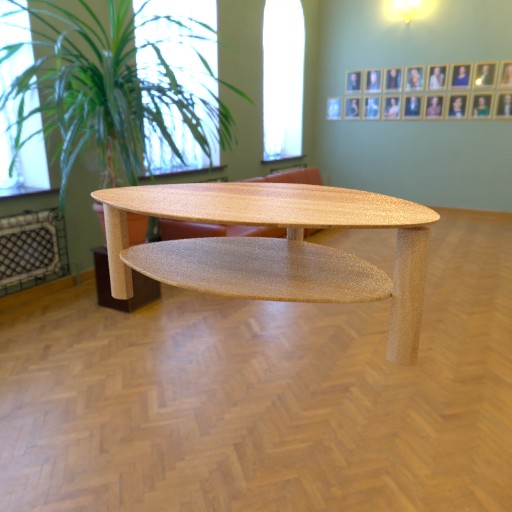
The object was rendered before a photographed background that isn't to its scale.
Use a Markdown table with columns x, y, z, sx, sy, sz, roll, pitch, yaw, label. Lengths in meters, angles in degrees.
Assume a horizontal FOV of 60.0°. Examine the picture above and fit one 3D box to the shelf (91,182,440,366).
| x | y | z | sx | sy | sz | roll | pitch | yaw | label |
| --- | --- | --- | --- | --- | --- | --- | --- | --- | --- |
| 0.000 | 0.000 | 1.633 | 1.246 | 0.440 | 0.845 | 8 | 18 | 27 | shelf |
